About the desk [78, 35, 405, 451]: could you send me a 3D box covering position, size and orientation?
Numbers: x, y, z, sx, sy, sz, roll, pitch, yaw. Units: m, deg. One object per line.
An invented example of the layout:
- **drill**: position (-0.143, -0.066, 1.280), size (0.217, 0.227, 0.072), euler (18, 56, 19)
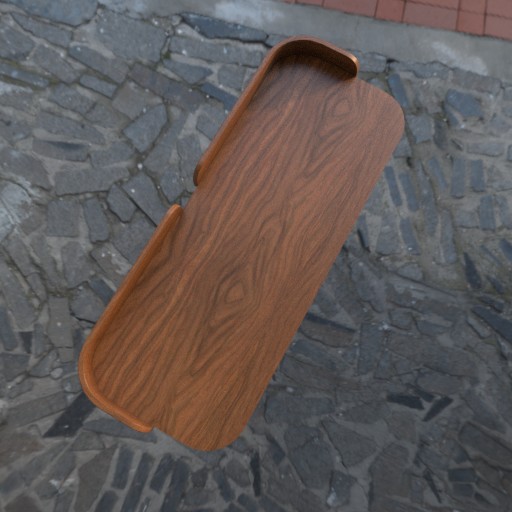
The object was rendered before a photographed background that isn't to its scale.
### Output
- **desk**: position (0.000, 0.000, 1.647), size (0.486, 0.800, 1.256), euler (29, 80, 6)
